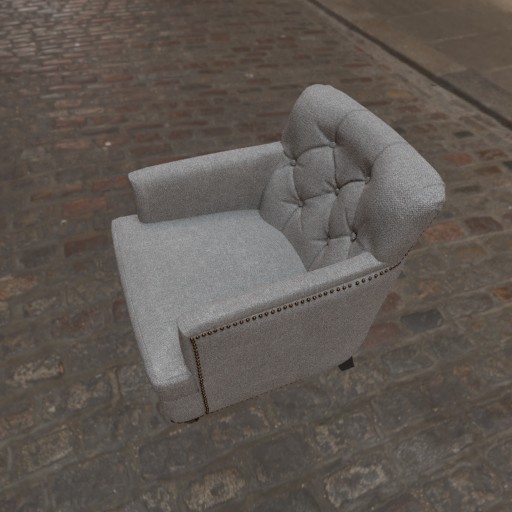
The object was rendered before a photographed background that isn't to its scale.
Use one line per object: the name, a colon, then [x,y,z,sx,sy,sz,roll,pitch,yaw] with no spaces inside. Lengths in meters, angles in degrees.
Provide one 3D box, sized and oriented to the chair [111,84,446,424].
chair: [0.000,0.000,1.517,0.902,0.823,0.737,-16,48,-15]
